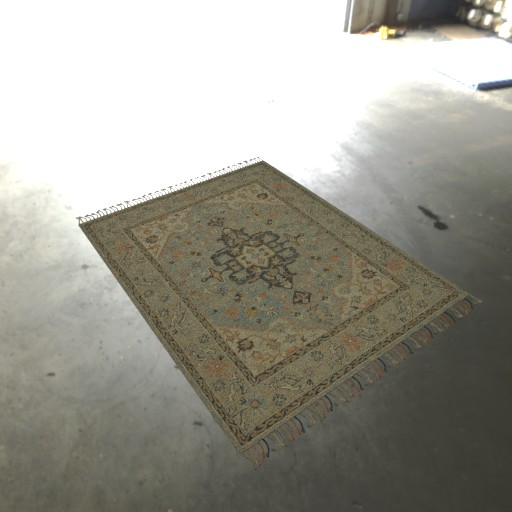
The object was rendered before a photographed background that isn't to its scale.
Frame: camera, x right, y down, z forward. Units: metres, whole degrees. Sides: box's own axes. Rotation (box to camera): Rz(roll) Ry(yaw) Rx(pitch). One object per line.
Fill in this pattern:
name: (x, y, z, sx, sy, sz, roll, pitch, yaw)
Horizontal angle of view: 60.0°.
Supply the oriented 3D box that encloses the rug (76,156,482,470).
rug: (0.000, 0.000, 4.168, 2.379, 0.011, 3.221, -25, 46, -27)
